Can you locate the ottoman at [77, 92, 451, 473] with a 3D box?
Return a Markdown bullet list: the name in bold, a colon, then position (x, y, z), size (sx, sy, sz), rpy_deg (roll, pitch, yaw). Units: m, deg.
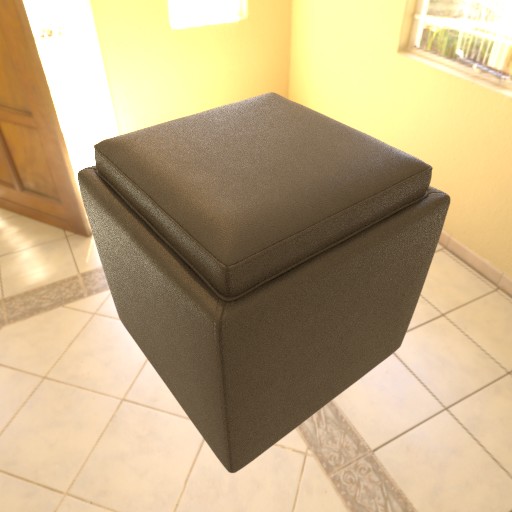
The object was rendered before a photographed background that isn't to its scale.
- **ottoman**: position (0.000, 0.000, 0.815), size (0.450, 0.460, 0.451), rpy_deg (-26, 47, -28)
